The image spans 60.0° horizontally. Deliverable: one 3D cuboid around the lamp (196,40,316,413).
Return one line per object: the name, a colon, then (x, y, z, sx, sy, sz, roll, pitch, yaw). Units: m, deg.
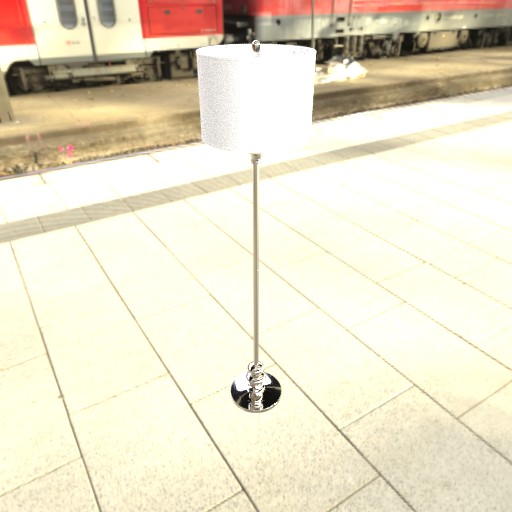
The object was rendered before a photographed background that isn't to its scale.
lamp: (0.000, 0.000, 1.693, 0.356, 1.487, 0.356, -20, 36, -29)
